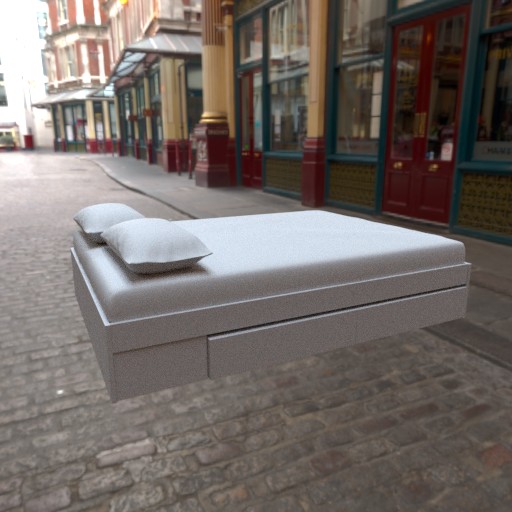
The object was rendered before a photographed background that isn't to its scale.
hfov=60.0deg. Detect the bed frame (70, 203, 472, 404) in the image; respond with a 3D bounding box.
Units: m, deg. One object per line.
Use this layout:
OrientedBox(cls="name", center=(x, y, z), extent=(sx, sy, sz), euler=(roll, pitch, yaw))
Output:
OrientedBox(cls="bed frame", center=(0.000, 0.000, 2.657), extent=(1.950, 0.629, 1.450), euler=(-7, 16, -26))
